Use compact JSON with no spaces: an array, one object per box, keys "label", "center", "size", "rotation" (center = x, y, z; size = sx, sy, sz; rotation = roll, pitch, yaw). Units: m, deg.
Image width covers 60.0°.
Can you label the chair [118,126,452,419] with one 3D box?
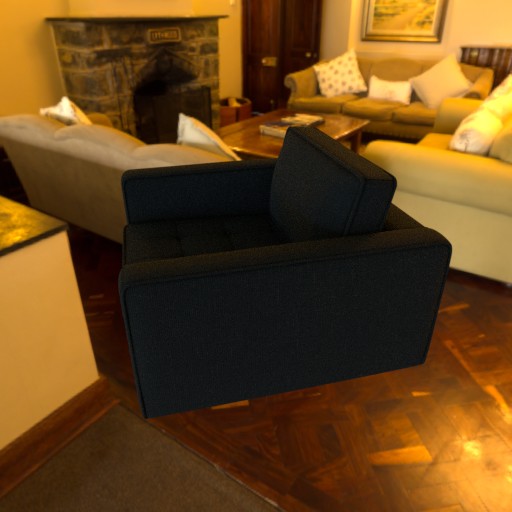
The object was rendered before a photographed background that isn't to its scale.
[{"label":"chair","center":[0.000,0.000,1.588],"size":[0.920,0.770,0.899],"rotation":[-7,30,-13]}]
